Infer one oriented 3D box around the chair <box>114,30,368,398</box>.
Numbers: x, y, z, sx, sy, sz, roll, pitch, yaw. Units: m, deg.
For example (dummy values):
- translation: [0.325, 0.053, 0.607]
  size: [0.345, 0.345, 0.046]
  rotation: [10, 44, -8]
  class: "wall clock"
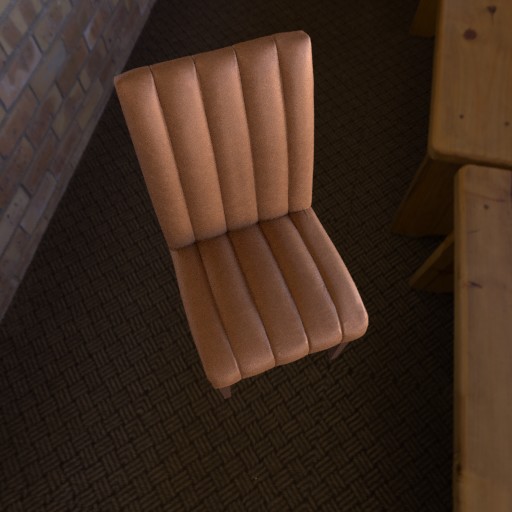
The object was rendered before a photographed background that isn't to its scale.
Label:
- translation: [0.000, 0.000, 1.361]
  size: [0.511, 1.016, 0.647]
  rotation: [-18, 65, -9]
  class: "chair"
